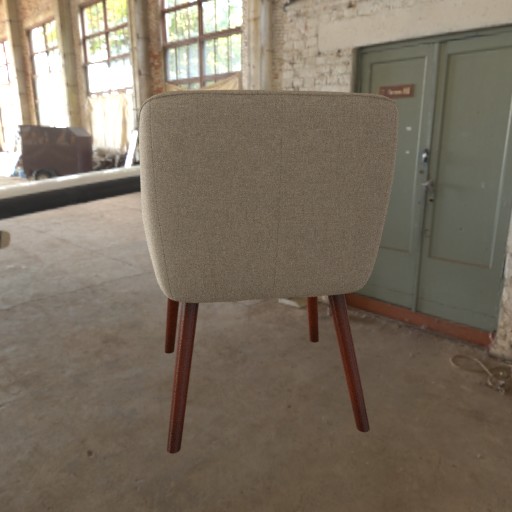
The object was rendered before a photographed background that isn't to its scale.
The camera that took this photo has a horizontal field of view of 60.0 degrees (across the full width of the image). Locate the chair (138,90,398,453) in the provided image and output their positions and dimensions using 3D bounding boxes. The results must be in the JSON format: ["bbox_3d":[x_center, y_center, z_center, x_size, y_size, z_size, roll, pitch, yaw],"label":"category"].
[{"bbox_3d":[0.000,0.000,1.228,0.610,0.813,0.610,-2,15,-9],"label":"chair"}]
